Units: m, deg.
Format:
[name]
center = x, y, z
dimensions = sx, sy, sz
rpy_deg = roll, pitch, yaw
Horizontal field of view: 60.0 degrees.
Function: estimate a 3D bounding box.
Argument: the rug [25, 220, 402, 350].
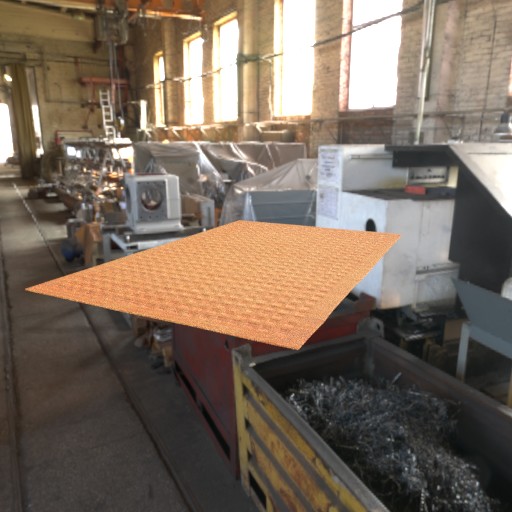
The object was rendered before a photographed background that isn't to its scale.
[rug]
center = 0.000, 0.000, 2.231
dimensions = 1.143, 0.006, 1.747
rpy_deg = 7, 16, 26
